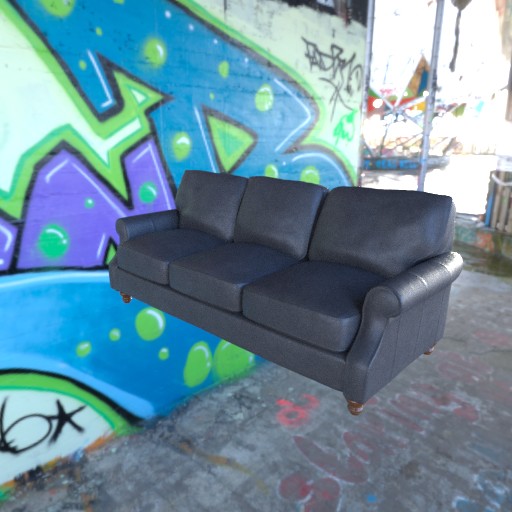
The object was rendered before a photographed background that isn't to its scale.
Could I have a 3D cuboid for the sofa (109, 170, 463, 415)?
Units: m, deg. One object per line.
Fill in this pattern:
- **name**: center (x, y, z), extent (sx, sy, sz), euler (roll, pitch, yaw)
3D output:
- **sofa**: center (0.000, 0.000, 2.918), extent (2.387, 0.977, 0.974), euler (15, 21, 42)
